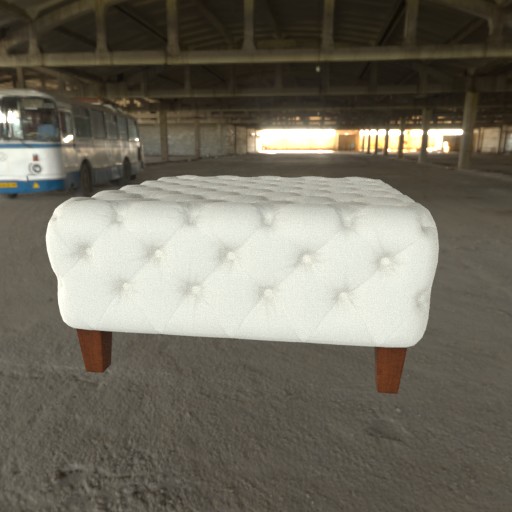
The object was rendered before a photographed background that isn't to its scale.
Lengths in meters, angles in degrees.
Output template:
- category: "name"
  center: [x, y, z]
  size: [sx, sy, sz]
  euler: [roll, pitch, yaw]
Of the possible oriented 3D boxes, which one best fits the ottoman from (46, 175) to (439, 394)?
- category: "ottoman"
  center: [0.000, 0.000, 1.187]
  size: [0.753, 0.376, 0.755]
  euler: [2, 15, 7]
